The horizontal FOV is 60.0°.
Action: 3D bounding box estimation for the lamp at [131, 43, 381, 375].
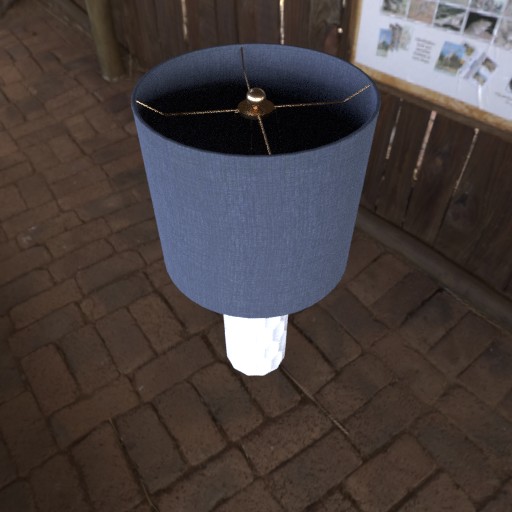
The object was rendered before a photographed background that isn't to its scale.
[{"bbox_3d":[0.000,0.000,0.690,0.277,0.537,0.277,23,50,21],"label":"lamp"}]
